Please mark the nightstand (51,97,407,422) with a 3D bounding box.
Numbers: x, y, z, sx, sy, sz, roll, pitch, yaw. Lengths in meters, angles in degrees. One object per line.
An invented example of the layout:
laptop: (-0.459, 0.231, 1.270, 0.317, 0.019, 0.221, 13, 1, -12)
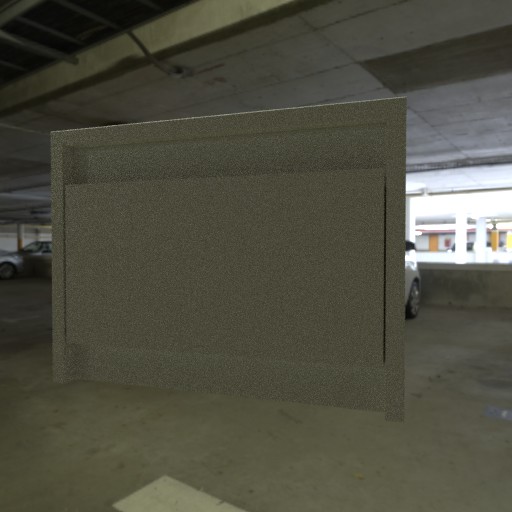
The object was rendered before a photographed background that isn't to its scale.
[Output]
nightstand: (0.000, 0.000, 0.743, 0.470, 0.351, 0.408, 0, 1, 18)
